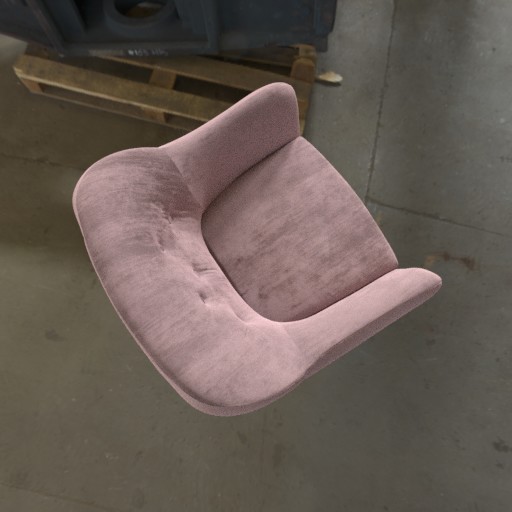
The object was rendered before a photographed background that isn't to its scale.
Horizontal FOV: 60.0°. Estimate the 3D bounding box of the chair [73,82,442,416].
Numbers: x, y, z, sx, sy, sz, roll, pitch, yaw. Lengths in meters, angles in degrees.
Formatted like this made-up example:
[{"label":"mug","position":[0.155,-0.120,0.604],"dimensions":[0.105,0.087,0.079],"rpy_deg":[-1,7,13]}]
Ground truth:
[{"label":"chair","position":[0.000,0.000,1.489],"dimensions":[0.820,0.820,0.840],"rpy_deg":[-32,78,-8]}]
